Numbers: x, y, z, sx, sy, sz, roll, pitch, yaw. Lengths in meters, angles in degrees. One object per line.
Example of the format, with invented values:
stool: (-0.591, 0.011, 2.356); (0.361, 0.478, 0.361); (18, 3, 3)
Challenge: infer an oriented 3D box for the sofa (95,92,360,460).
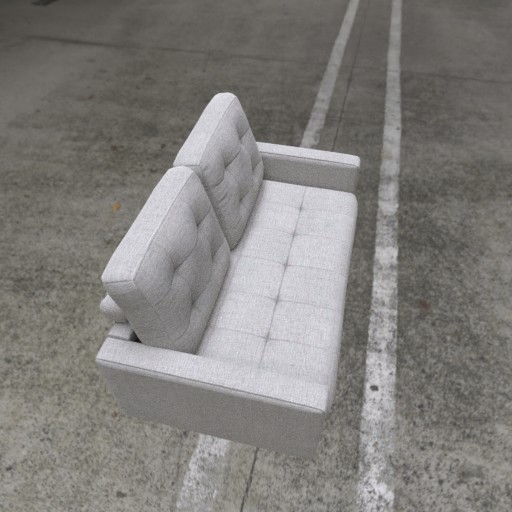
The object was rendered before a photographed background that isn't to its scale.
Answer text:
sofa: (0.000, 0.000, 1.961); (0.842, 0.907, 1.407); (10, 48, 9)
